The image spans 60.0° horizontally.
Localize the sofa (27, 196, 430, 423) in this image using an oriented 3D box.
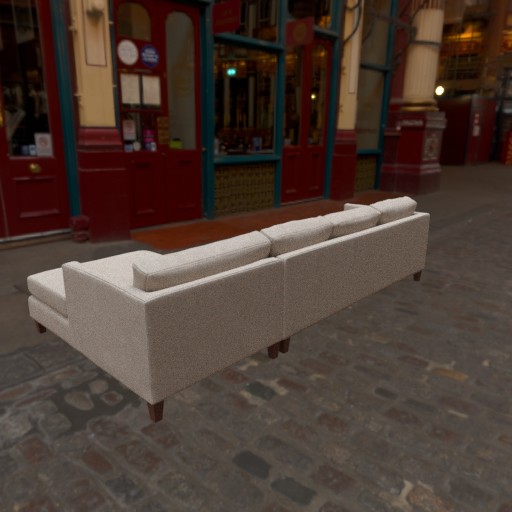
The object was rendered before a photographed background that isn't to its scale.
[{"bbox_3d":[0.000,0.000,3.777,1.625,0.846,3.186,15,22,42],"label":"sofa"}]
